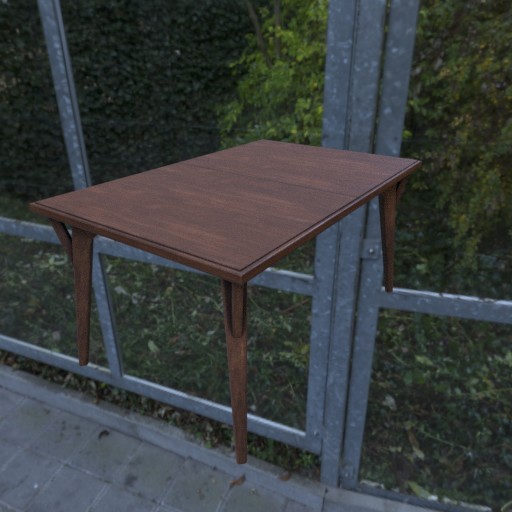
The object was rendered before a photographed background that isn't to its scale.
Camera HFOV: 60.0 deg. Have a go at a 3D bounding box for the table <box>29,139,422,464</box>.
[{"bbox_3d":[0.000,0.000,2.111,0.990,0.761,1.524,17,30,31],"label":"table"}]
